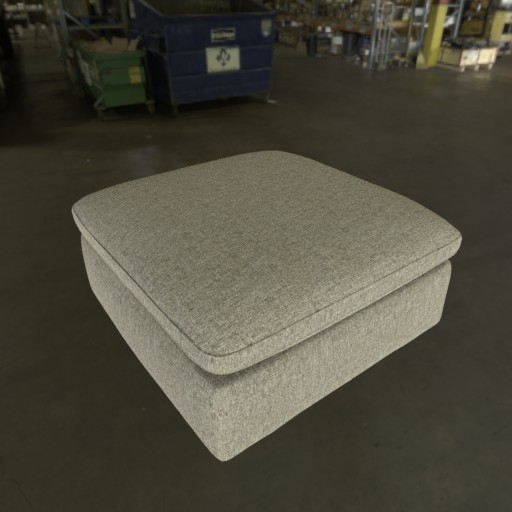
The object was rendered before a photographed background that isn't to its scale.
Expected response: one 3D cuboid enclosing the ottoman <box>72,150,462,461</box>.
[{"bbox_3d":[0.000,0.000,1.642,1.035,0.526,1.039,-21,37,-31],"label":"ottoman"}]
